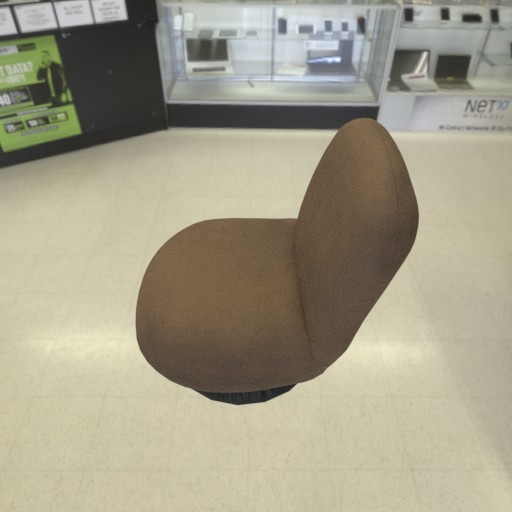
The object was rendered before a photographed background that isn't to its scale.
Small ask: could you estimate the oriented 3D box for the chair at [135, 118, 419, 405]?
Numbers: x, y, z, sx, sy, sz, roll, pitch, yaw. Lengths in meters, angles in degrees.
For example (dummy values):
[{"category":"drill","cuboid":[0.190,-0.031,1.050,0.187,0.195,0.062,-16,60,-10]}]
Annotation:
[{"category":"chair","cuboid":[0.000,0.000,1.044,0.597,0.594,0.521,2,41,2]}]
